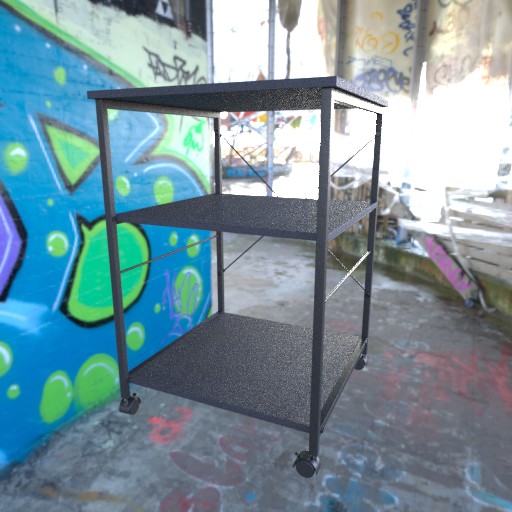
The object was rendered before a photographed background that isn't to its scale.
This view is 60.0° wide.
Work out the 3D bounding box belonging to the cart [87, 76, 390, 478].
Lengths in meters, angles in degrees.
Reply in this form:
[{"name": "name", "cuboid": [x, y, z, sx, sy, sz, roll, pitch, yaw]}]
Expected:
[{"name": "cart", "cuboid": [0.000, 0.000, 1.122, 0.521, 0.762, 0.520, 7, 16, 24]}]
